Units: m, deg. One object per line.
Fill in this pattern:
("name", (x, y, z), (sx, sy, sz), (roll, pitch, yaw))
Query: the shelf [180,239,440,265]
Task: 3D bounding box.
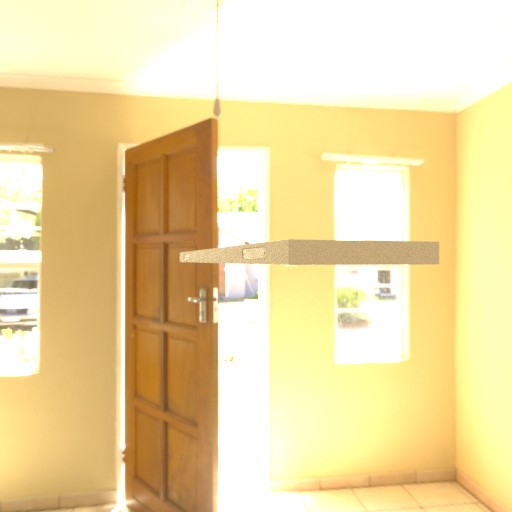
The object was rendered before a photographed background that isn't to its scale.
("shelf", (0.000, 0.000, 0.652), (0.140, 0.020, 0.610), (0, -1, -18))
